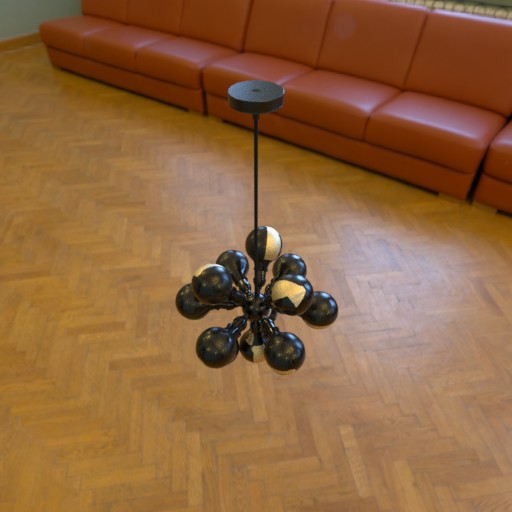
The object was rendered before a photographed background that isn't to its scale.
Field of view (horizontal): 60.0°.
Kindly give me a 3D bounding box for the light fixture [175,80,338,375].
[{"bbox_3d":[0.000,0.000,1.147,0.420,0.859,0.468,25,47,26],"label":"light fixture"}]
